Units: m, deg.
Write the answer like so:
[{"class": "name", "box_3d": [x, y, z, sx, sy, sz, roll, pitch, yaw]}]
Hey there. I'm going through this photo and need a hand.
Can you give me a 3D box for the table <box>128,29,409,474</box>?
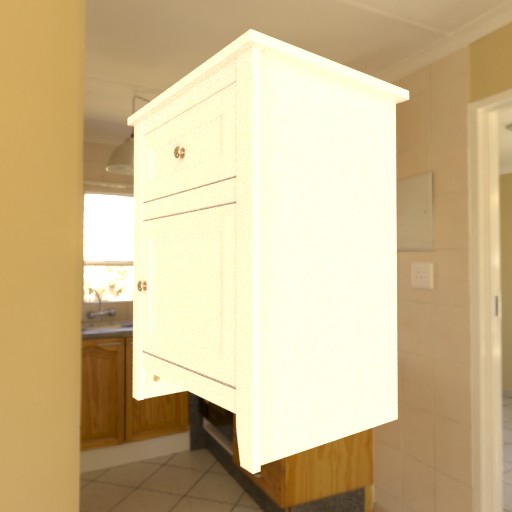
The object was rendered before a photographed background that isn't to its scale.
[{"class": "table", "box_3d": [0.000, 0.000, 0.929, 0.381, 0.635, 0.480, 1, -1, -37]}]
